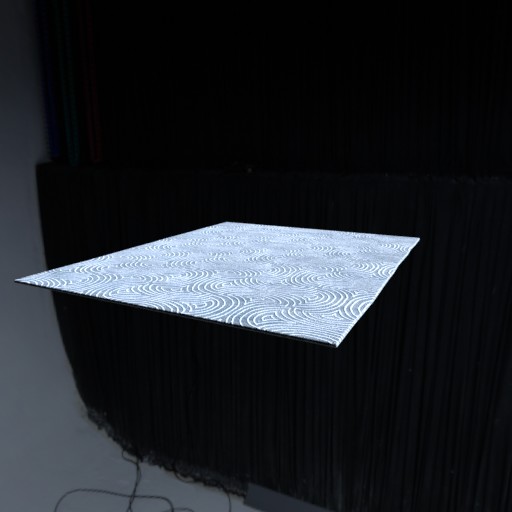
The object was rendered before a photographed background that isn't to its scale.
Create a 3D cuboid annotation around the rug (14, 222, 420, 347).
[{"bbox_3d":[0.000,0.000,4.033,2.456,0.021,3.042,7,15,26],"label":"rug"}]
